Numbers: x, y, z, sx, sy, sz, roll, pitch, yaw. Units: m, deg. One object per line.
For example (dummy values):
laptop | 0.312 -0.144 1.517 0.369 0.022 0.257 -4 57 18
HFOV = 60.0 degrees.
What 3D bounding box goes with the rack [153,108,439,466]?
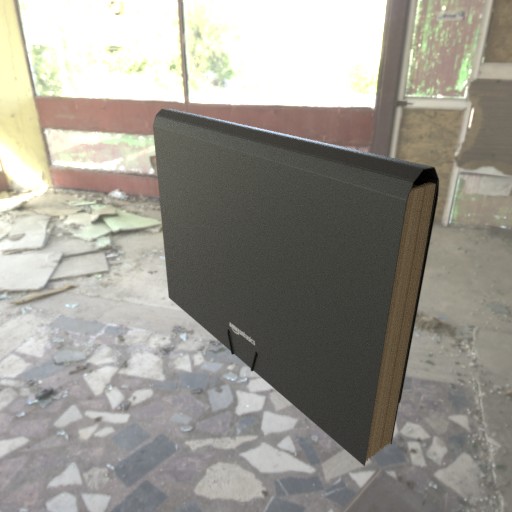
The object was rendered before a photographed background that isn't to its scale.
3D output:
rack | 0.000 0.000 0.431 0.041 0.241 0.330 -19 31 -34
